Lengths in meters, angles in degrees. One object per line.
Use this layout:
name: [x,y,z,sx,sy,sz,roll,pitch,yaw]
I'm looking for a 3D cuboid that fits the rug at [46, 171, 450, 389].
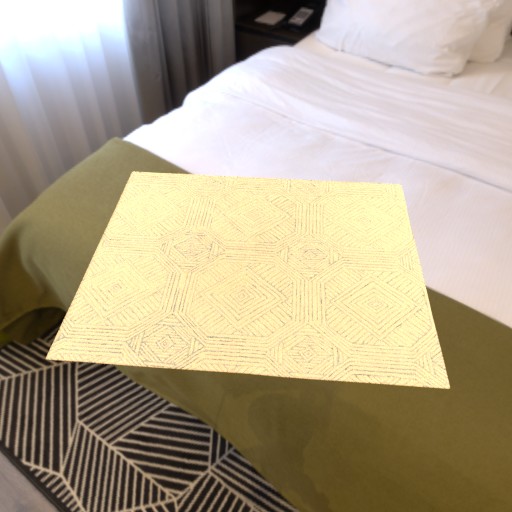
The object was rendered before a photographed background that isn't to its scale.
rug: [0.000,0.000,4.171,3.049,0.015,2.457,3,46,3]
